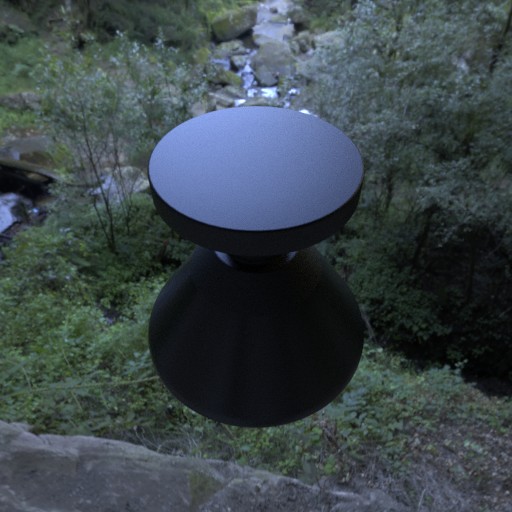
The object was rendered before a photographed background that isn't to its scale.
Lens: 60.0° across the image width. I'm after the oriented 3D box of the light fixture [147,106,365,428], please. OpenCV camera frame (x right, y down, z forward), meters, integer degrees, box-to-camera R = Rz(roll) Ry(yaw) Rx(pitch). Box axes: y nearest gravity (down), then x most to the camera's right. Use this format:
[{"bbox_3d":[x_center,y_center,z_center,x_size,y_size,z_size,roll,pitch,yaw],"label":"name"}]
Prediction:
[{"bbox_3d":[0.000,0.000,0.352,0.200,0.183,0.200,0,46,0],"label":"light fixture"}]
